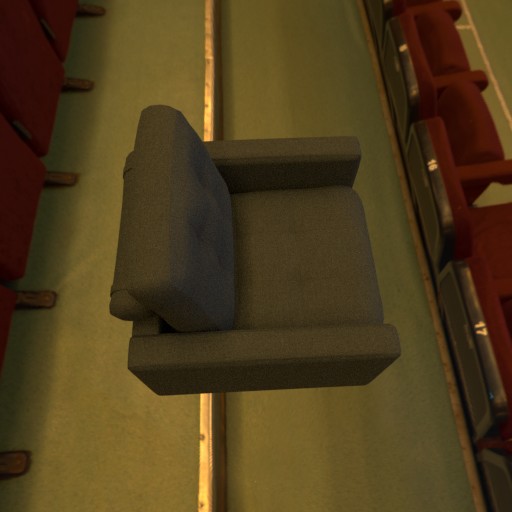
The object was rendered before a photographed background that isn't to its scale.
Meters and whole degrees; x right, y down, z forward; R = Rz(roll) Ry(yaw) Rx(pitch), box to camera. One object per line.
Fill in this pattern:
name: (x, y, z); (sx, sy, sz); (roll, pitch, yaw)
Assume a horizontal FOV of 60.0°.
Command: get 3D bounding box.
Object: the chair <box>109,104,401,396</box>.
chair: (0.000, 0.000, 1.540); (0.843, 0.880, 0.821); (-3, 63, -1)
